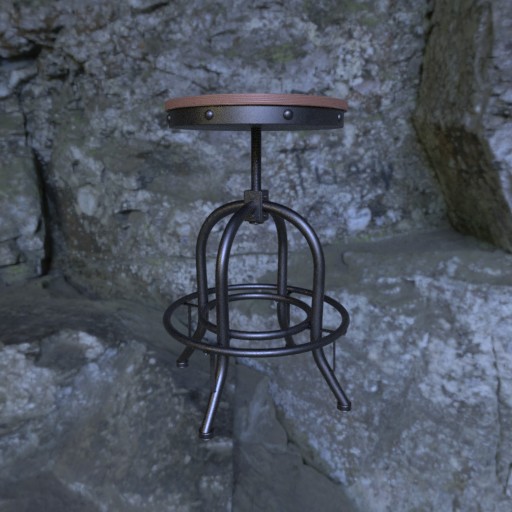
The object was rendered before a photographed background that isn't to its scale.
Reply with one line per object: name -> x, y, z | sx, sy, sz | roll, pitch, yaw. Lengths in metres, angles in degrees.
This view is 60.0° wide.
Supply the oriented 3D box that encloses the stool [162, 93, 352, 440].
stool -> 0.000, 0.000, 0.933 | 0.439, 0.609, 0.439 | 7, 15, 26
